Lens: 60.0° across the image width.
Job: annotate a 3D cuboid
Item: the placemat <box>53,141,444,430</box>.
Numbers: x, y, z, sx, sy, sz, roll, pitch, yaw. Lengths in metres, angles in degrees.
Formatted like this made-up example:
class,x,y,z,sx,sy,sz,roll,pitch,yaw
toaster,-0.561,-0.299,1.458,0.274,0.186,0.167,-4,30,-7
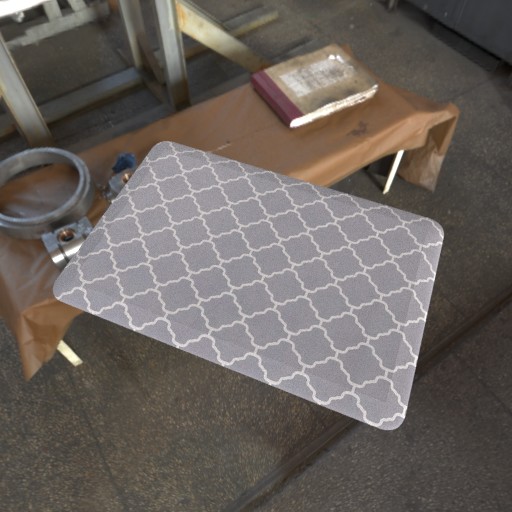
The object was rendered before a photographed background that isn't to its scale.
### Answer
class,x,y,z,sx,sy,sz,roll,pitch,yaw
placemat,0.000,0.000,0.987,0.762,0.021,0.508,19,60,11
